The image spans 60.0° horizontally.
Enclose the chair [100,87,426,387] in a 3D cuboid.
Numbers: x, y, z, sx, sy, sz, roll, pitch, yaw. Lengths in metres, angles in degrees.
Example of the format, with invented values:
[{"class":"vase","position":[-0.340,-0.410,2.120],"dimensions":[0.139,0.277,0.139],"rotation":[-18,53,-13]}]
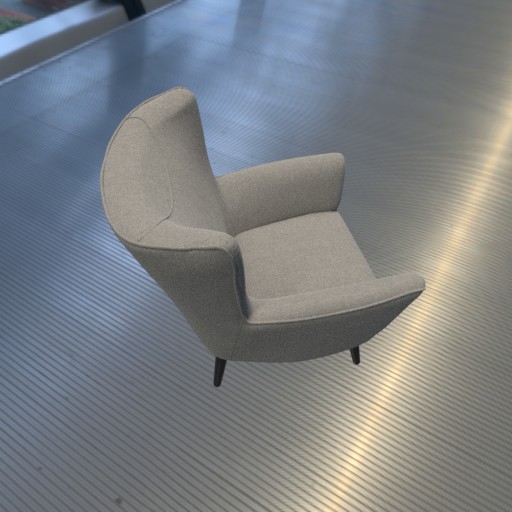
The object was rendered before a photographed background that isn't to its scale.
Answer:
[{"class":"chair","position":[0.000,0.000,1.578],"dimensions":[0.888,0.933,0.781],"rotation":[-10,47,-9]}]
